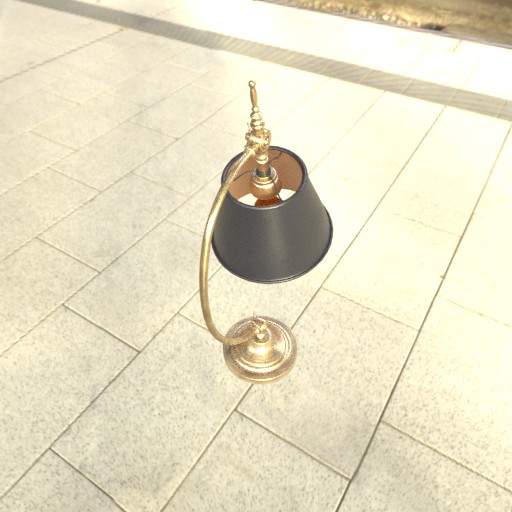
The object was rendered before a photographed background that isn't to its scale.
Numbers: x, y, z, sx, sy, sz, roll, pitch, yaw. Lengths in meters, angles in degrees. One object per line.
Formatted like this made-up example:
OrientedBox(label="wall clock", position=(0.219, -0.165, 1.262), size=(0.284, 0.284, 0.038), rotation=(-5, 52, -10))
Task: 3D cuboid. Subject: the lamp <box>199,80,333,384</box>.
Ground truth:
OrientedBox(label="lamp", position=(0.000, 0.000, 0.826), size=(0.235, 0.675, 0.344), rotation=(23, 50, 21))
